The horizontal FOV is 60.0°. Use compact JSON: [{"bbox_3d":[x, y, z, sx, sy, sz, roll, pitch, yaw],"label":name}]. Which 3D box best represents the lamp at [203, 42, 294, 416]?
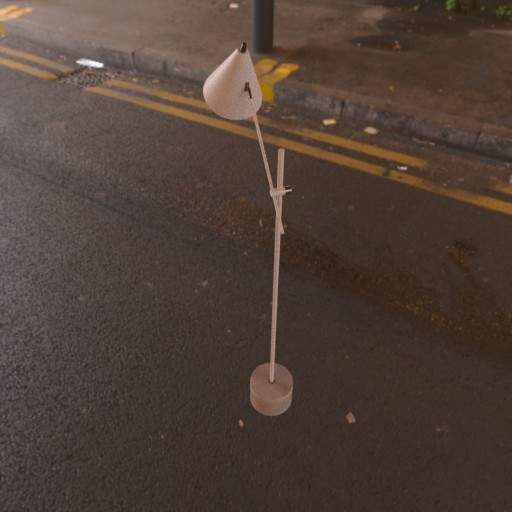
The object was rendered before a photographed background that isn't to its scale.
[{"bbox_3d":[0.000,0.000,1.619,0.223,1.430,0.508,-12,43,-13],"label":"lamp"}]
